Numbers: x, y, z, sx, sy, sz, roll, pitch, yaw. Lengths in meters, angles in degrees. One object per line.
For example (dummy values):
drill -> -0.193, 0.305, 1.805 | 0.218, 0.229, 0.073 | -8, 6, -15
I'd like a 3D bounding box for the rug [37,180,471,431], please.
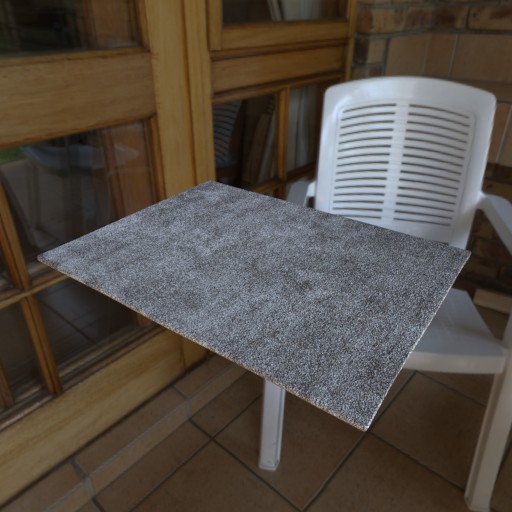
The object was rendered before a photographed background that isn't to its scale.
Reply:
rug -> 0.000, 0.000, 2.040 | 1.601, 0.025, 1.198 | 20, 36, 30
